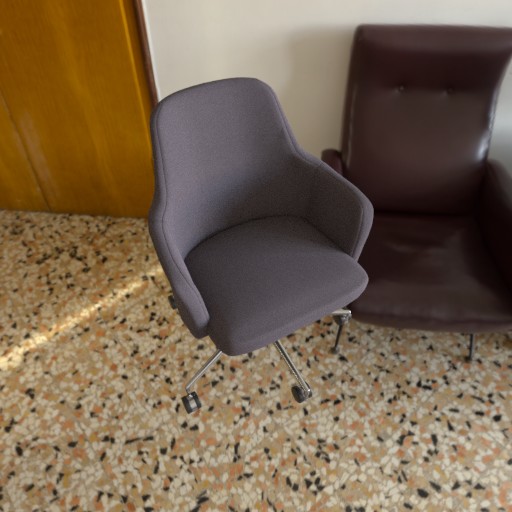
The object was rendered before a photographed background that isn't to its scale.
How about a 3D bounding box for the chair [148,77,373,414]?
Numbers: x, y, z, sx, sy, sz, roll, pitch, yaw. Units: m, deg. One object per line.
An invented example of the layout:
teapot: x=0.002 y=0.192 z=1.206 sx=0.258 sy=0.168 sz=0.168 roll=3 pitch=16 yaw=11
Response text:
chair: x=0.000 y=0.000 z=1.287 sx=0.655 sy=0.820 sz=0.600 roll=-23 pitch=49 yaw=-21
